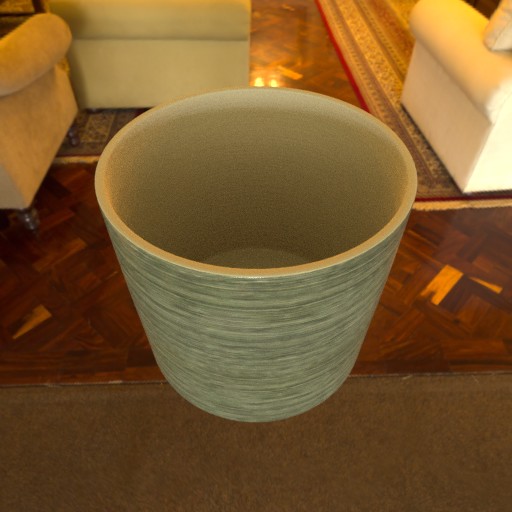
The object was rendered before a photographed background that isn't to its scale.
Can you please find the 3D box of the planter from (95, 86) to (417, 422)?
[{"bbox_3d":[0.000,0.000,0.386,0.221,0.201,0.221,0,47,0],"label":"planter"}]
